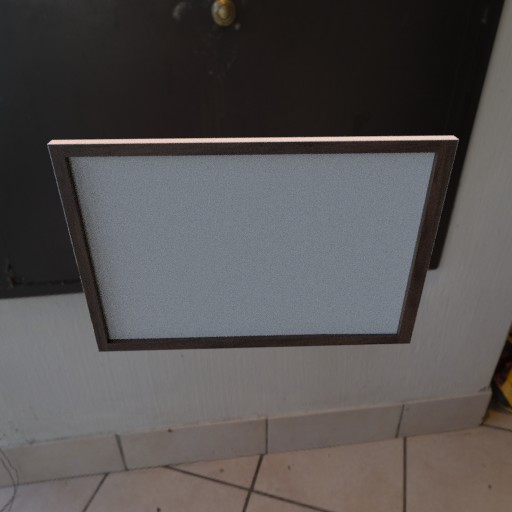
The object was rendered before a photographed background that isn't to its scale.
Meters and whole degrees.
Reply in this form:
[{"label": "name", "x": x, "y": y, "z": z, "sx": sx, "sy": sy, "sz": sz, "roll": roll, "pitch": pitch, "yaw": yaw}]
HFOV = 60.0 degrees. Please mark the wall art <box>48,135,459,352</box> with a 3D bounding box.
[{"label": "wall art", "x": 0.000, "y": 0.000, "z": 1.919, "sx": 1.520, "sy": 1.016, "sz": 0.051, "roll": -1, "pitch": 31, "yaw": -2}]
